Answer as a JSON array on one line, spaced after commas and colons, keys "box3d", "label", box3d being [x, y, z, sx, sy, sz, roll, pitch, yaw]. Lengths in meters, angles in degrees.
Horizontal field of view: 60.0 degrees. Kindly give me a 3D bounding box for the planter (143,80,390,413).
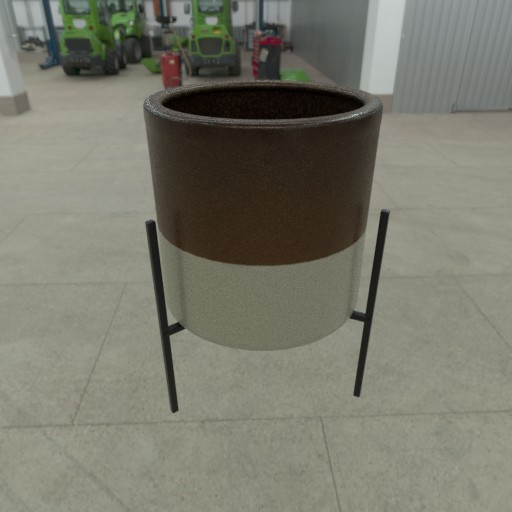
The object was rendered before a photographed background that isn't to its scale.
[{"box3d": [0.000, 0.000, 0.550, 0.269, 0.375, 0.255, -21, 36, -32], "label": "planter"}]
